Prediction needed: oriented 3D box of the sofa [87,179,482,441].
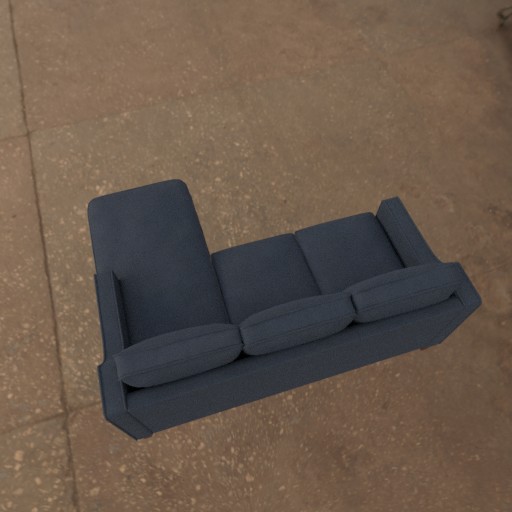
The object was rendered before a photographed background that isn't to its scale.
[{"bbox_3d":[0.000,0.000,3.264,2.317,1.066,1.858,-15,60,-9],"label":"sofa"}]
